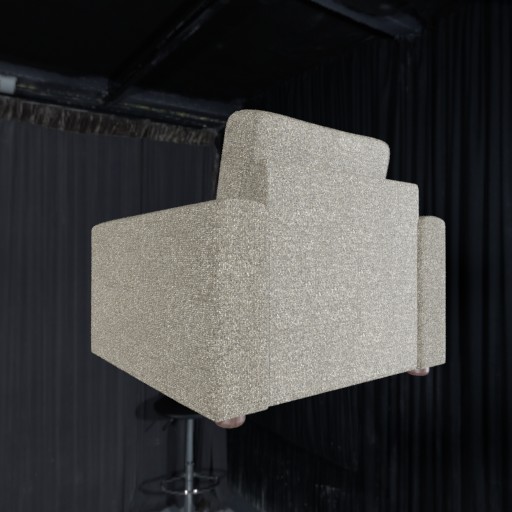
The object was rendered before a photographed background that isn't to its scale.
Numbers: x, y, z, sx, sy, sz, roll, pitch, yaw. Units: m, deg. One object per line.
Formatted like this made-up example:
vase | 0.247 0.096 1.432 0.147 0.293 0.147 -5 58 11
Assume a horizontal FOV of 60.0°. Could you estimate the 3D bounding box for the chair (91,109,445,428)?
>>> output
chair | 0.000 0.000 1.744 1.005 0.873 1.016 0 0 -37
